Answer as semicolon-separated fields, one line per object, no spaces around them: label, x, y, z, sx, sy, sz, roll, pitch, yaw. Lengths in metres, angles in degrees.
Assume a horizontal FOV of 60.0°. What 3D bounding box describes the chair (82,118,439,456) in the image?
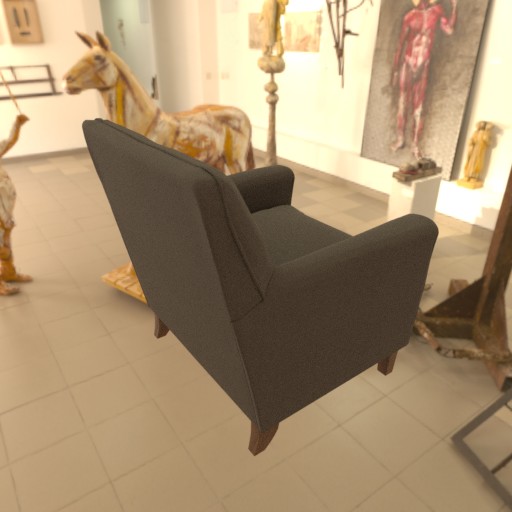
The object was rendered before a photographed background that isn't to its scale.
chair;0.000;0.000;1.548;0.831;0.911;0.836;-18;32;-31
